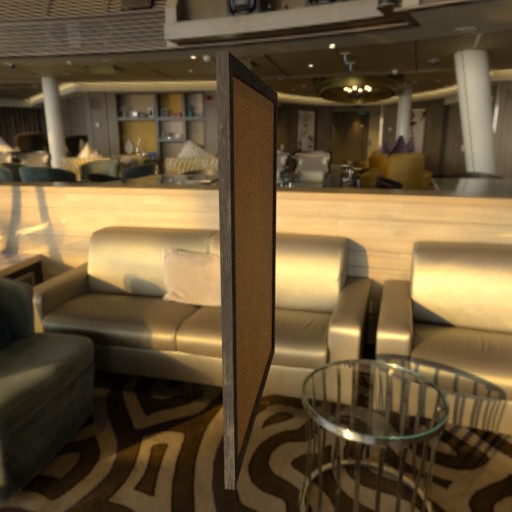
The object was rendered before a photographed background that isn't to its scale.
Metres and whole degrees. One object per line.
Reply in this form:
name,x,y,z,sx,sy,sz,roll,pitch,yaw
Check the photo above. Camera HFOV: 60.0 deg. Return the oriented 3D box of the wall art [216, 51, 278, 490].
wall art,0.000,0.000,1.425,0.029,1.066,0.812,2,14,9
